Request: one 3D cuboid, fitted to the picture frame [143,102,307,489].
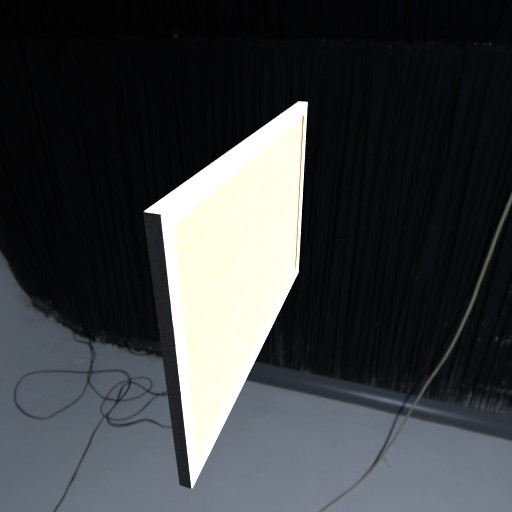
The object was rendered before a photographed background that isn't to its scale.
[{"bbox_3d":[0.000,0.000,1.194,0.029,0.640,0.950,9,30,16],"label":"picture frame"}]
